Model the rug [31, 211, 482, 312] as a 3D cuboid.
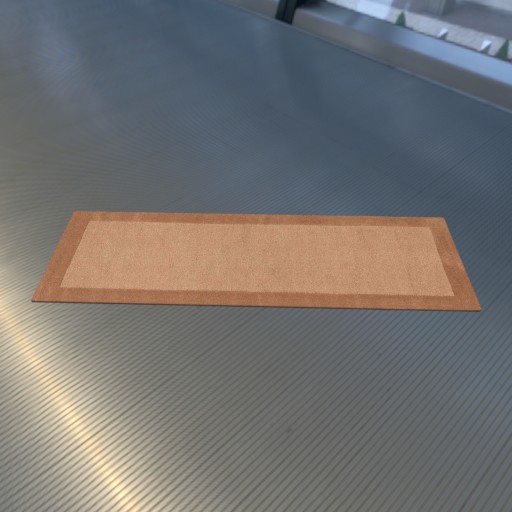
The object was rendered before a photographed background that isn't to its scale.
[{"bbox_3d":[0.000,0.000,2.658,2.439,0.017,0.764,1,46,1],"label":"rug"}]
